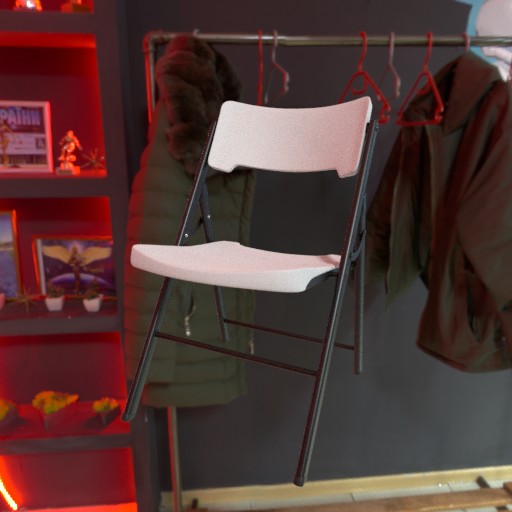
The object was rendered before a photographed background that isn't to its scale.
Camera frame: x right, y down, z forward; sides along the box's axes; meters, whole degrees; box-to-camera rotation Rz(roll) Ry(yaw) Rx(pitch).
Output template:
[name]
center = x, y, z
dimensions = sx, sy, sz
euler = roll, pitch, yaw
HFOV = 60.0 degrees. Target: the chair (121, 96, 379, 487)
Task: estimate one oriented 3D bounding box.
[chair]
center = 0.000, 0.000, 1.106
dimensions = 0.482, 0.765, 0.577
euler = 8, 18, 26
